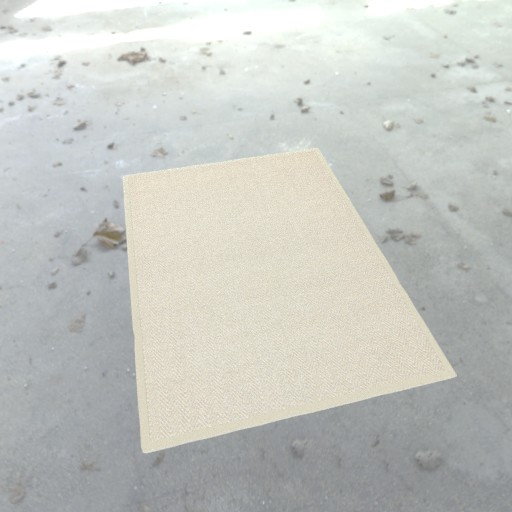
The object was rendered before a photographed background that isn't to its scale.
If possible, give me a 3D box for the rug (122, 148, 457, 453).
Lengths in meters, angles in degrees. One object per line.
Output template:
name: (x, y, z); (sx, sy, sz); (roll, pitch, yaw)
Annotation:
rug: (0.000, 0.000, 4.869); (2.734, 0.037, 3.659); (-10, 48, -9)
